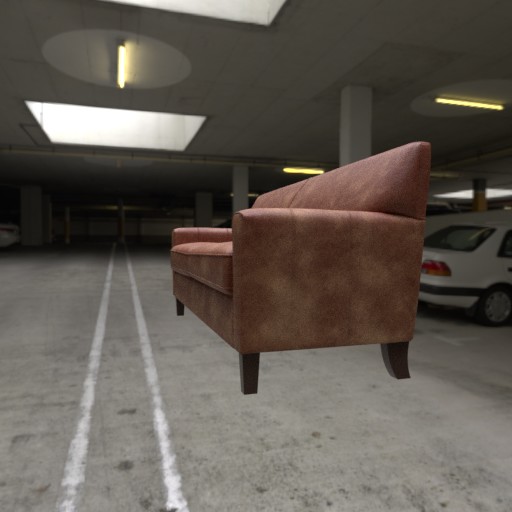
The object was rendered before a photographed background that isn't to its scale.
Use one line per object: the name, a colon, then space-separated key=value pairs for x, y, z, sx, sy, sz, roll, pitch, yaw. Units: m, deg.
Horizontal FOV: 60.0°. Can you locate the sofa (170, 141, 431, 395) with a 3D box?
sofa: x=0.000 y=0.000 z=2.583 sx=0.805 sy=0.947 sz=2.053 roll=0 pitch=1 yaw=-17
